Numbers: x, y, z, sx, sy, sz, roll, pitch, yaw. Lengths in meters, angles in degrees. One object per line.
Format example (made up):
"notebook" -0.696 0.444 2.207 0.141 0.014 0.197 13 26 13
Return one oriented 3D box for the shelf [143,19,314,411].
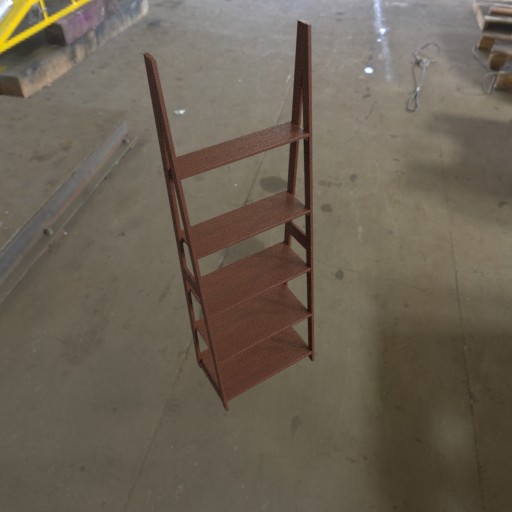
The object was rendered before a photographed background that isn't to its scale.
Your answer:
"shelf" 0.000 0.000 1.986 0.600 1.770 0.350 -24 50 -22
